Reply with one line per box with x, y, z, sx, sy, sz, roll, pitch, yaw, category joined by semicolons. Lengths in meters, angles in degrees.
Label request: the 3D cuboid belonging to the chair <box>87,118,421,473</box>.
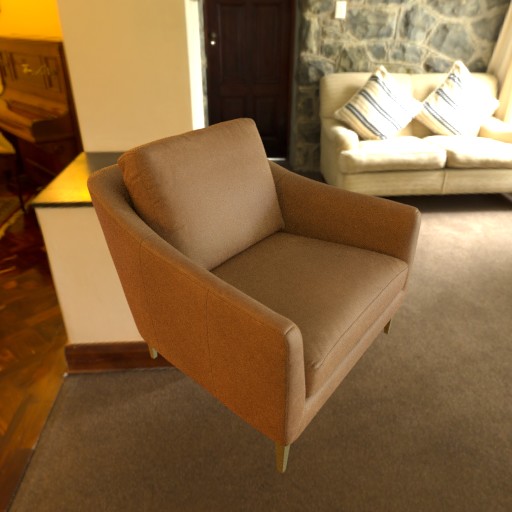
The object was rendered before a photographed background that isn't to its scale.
0.000;0.000;1.714;0.963;0.895;0.988;19;34;31;chair
